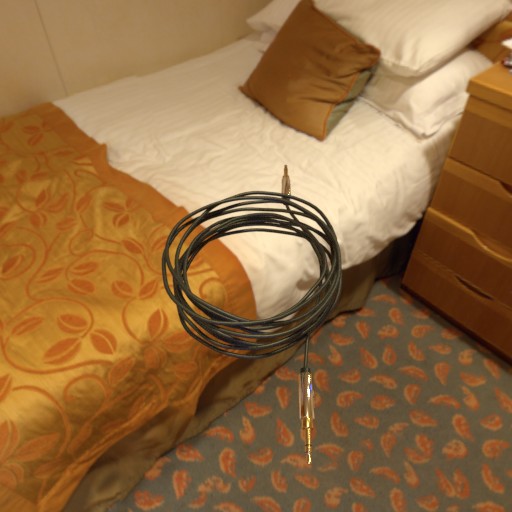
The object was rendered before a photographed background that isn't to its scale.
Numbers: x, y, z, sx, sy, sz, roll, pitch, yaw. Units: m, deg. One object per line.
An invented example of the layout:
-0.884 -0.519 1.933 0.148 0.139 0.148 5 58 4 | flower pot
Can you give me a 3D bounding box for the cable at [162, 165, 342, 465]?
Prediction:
0.000 0.000 0.505 0.198 0.069 0.432 2 46 2 | cable
